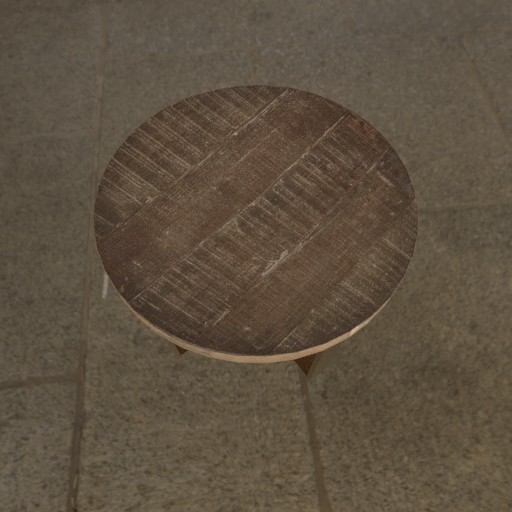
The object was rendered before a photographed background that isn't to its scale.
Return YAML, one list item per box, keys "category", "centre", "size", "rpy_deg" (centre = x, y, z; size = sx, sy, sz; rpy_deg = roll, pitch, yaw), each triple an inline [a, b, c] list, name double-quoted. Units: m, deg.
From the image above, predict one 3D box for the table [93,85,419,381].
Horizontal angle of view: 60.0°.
- category: "table"
  centre: [0.000, 0.000, 0.963]
  size: [0.557, 0.437, 0.557]
  rpy_deg: [0, 62, 0]
